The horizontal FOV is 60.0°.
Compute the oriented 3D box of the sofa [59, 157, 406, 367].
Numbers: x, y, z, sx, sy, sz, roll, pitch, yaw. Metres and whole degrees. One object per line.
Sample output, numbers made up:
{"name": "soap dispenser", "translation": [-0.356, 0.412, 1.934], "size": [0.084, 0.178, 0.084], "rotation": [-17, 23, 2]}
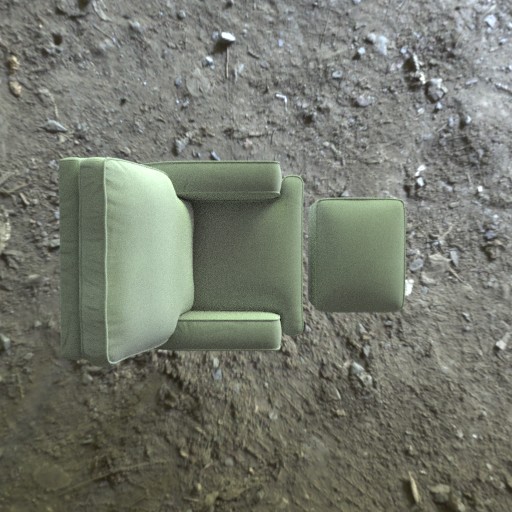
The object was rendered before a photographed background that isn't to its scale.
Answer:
{"name": "sofa", "translation": [0.000, 0.000, 2.013], "size": [1.472, 0.959, 0.861], "rotation": [0, 91, -1]}
